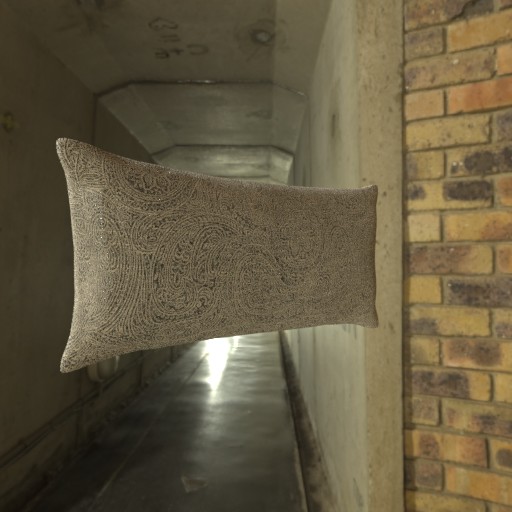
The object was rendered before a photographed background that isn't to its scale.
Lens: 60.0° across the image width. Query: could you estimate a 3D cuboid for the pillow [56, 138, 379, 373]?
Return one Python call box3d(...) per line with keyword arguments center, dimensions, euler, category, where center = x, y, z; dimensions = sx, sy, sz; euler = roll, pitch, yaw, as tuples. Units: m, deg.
box3d(center=(0.000, 0.000, 0.733), dimensions=(0.615, 0.295, 0.151), euler=(0, 0, -36), category="pillow")
